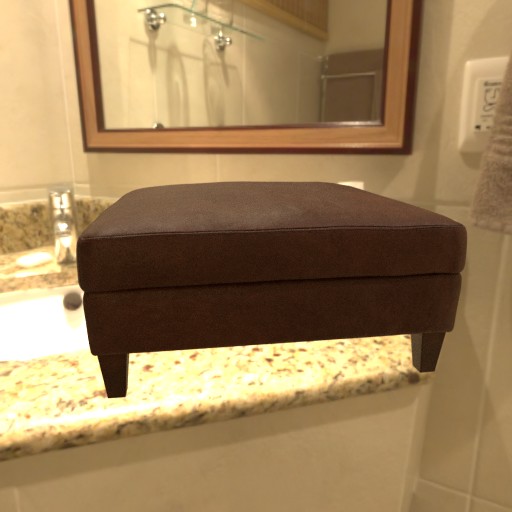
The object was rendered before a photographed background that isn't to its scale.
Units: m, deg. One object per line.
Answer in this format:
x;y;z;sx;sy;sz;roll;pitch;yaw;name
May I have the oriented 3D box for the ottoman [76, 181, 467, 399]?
0.000;0.000;1.317;0.844;0.415;0.836;-2;15;-9;ottoman
